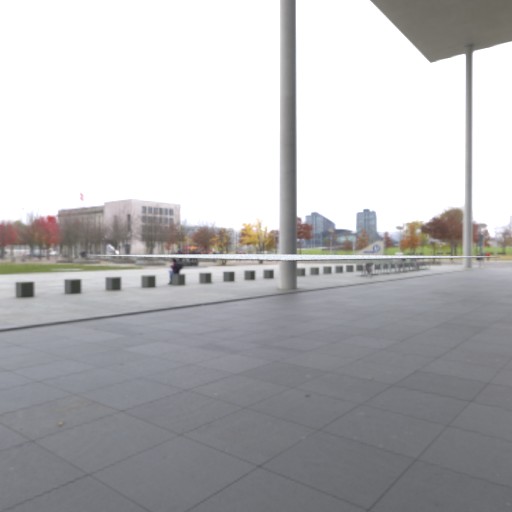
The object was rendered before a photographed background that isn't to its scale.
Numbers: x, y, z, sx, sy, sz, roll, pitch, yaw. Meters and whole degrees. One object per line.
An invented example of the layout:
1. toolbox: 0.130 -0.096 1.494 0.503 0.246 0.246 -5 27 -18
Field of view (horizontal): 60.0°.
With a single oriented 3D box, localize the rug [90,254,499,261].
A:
1. rug: 0.000 0.000 2.956 1.524 0.005 2.439 0 1 -36
